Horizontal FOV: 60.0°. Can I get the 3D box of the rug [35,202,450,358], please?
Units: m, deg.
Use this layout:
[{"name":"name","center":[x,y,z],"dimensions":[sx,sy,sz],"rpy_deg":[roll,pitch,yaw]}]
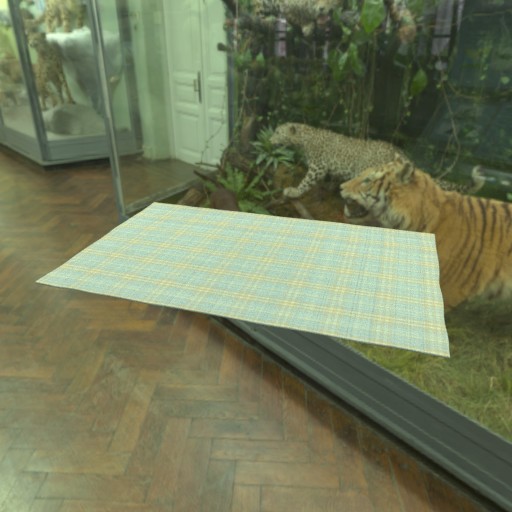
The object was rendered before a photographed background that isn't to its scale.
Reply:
[{"name":"rug","center":[0.000,0.000,3.136],"dimensions":[2.460,0.016,1.545],"rpy_deg":[8,28,15]}]
